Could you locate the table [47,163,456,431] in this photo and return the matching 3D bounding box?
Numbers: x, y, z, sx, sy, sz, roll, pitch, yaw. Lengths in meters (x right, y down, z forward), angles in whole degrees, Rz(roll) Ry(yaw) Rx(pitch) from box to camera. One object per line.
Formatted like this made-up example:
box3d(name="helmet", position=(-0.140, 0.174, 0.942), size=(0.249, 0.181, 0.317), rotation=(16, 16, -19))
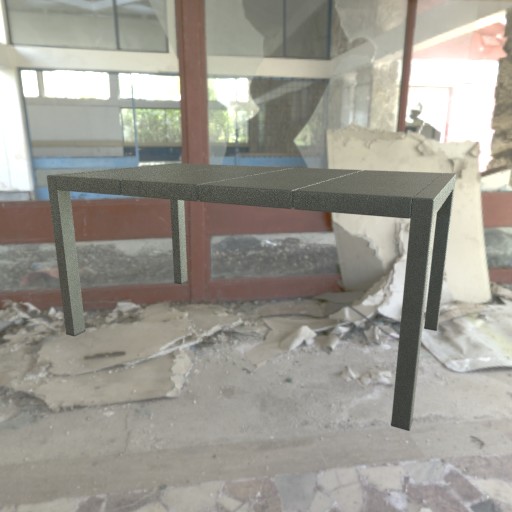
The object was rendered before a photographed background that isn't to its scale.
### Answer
box3d(name="table", position=(0.000, 0.000, 1.263), size=(0.965, 0.460, 0.559), rotation=(8, 17, 26))
